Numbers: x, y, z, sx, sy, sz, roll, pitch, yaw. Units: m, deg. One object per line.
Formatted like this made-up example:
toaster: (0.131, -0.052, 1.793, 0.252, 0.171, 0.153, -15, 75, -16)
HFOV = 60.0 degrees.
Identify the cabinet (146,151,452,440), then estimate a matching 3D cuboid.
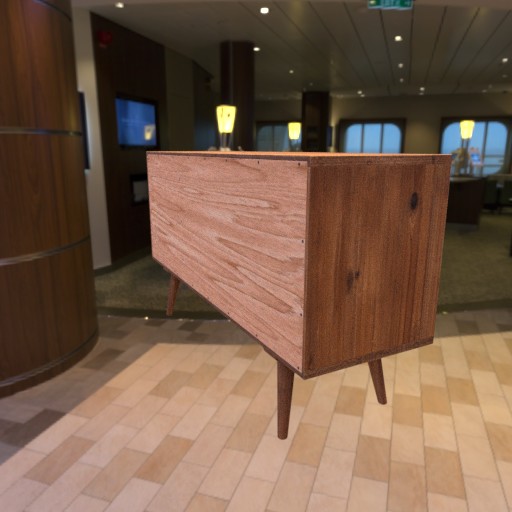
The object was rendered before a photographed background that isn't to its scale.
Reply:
cabinet: (0.000, 0.000, 1.760, 0.472, 0.800, 1.400, -7, 15, -27)
